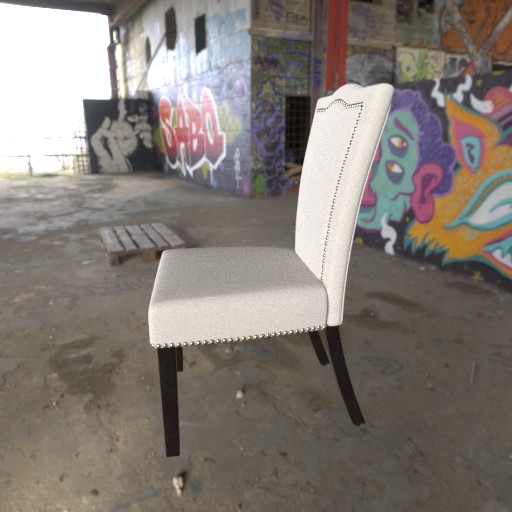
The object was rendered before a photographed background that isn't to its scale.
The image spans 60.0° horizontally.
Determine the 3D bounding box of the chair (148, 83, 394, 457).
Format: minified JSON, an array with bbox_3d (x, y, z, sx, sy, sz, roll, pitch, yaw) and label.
[{"bbox_3d":[0.000,0.000,1.293,0.589,0.946,0.518,-2,16,-8],"label":"chair"}]
